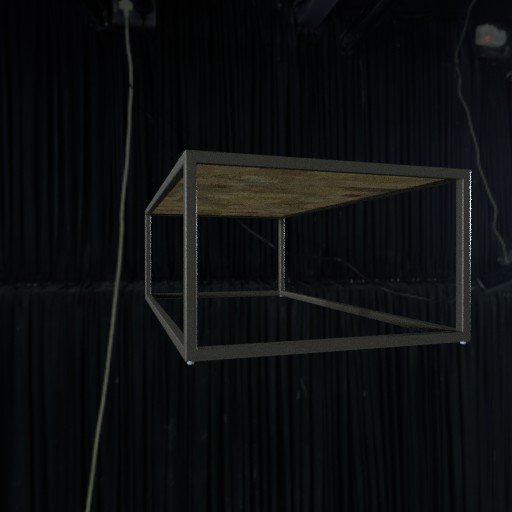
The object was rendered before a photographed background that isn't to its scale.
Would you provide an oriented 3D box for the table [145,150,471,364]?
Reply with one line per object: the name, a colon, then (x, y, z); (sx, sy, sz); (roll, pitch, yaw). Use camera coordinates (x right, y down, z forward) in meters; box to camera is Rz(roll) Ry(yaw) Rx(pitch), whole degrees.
table: (0.000, 0.000, 1.484); (0.649, 0.398, 1.199); (0, 0, -17)
